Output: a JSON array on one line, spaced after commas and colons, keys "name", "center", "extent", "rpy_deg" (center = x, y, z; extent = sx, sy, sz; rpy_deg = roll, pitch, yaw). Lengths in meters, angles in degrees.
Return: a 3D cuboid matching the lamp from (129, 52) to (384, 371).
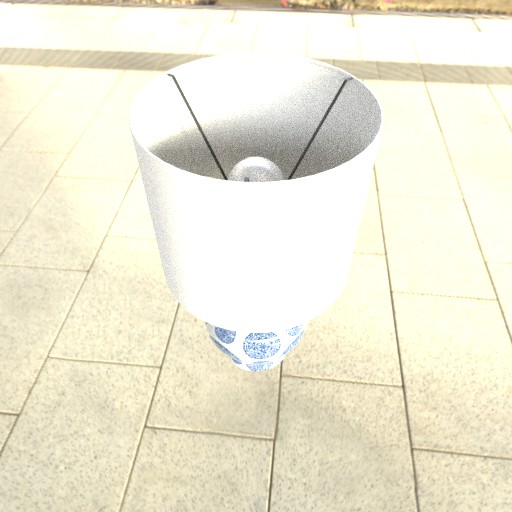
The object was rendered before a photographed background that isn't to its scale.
[{"name": "lamp", "center": [0.000, 0.000, 0.520], "extent": [0.215, 0.381, 0.215], "rpy_deg": [3, 47, 3]}]
